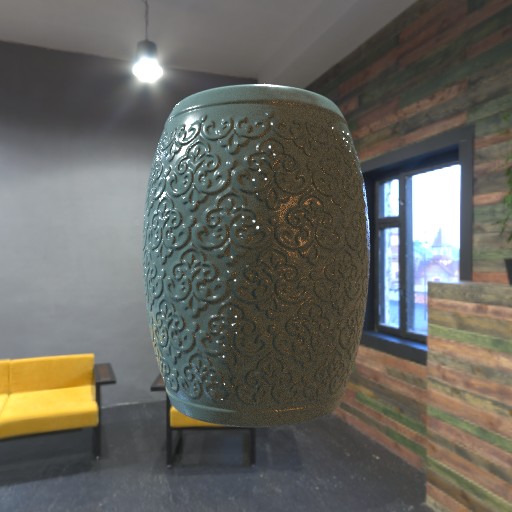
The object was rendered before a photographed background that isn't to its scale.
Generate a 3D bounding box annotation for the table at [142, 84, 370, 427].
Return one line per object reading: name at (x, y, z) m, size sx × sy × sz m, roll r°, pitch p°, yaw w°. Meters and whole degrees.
table at (0.000, 0.000, 0.622) m, size 0.309 × 0.397 × 0.309 m, roll 0°, pitch -1°, yaw 0°
